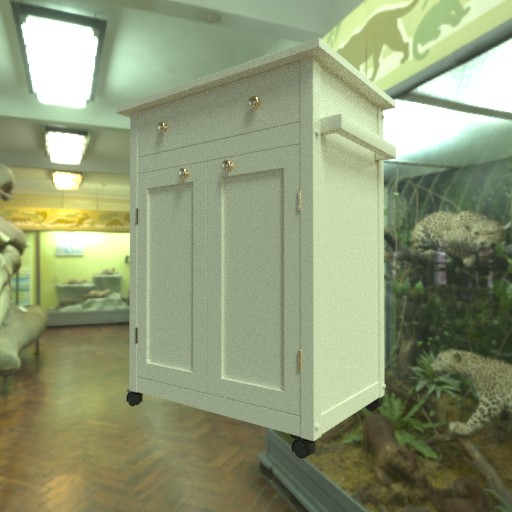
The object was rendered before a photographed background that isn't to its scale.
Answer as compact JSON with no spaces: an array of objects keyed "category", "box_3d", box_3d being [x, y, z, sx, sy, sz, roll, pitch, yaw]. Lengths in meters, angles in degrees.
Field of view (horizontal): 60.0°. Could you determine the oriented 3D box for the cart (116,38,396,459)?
[{"category":"cart","box_3d":[0.000,0.000,1.251,0.683,0.864,0.442,-1,-1,37]}]
